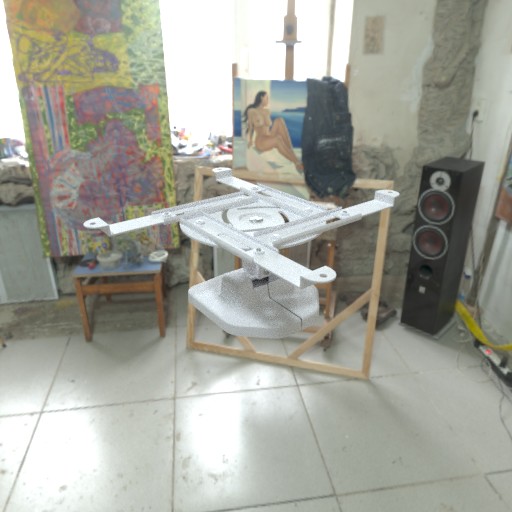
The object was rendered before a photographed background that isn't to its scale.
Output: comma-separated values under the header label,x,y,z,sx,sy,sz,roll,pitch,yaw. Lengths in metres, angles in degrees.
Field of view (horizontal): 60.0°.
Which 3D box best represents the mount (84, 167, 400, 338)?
label,x,y,z,sx,sy,sz,roll,pitch,yaw
mount,0.000,0.000,0.601,0.394,0.141,0.394,-19,31,-34
